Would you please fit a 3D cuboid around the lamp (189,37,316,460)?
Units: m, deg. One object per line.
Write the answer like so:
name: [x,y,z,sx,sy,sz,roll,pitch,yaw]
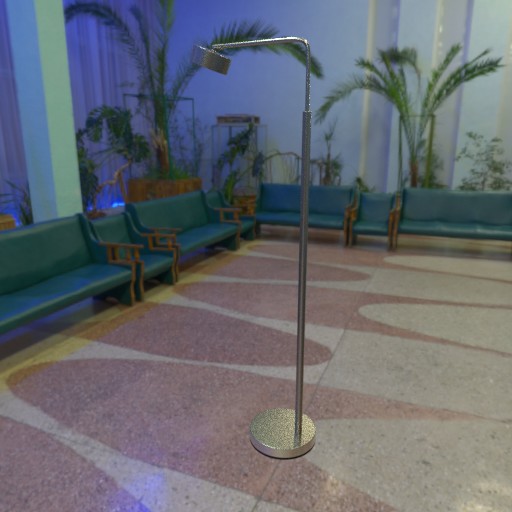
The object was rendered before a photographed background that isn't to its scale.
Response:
lamp: [0.000,0.000,1.391,0.421,1.250,0.222,7,16,25]
